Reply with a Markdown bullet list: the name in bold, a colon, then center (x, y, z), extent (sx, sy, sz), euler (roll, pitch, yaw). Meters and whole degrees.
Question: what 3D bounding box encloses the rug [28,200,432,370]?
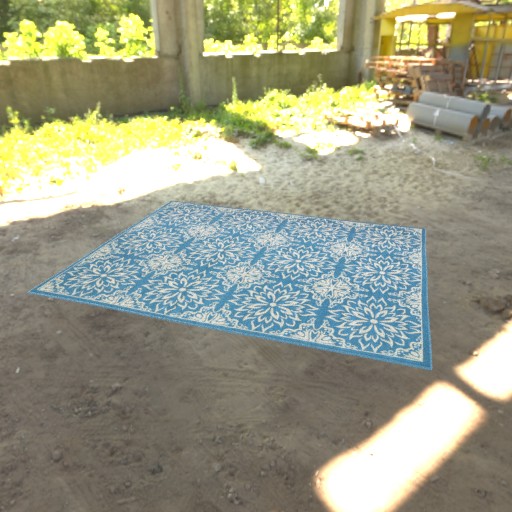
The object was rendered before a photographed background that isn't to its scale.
- **rug**: center (0.000, 0.000, 4.024), extent (2.964, 0.018, 2.350), euler (8, 27, 16)
